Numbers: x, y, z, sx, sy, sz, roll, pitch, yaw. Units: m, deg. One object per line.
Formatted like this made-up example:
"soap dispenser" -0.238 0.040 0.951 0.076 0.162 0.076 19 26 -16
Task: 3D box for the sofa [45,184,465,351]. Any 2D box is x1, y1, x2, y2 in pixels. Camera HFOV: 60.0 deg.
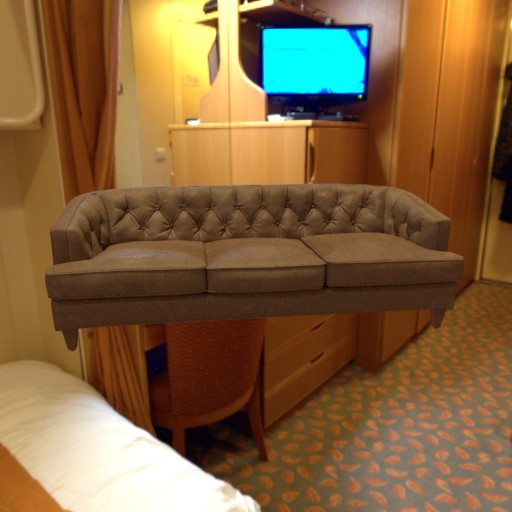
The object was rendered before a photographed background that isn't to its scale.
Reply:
"sofa" 0.000 0.000 2.714 2.227 0.787 0.927 -2 15 -8
